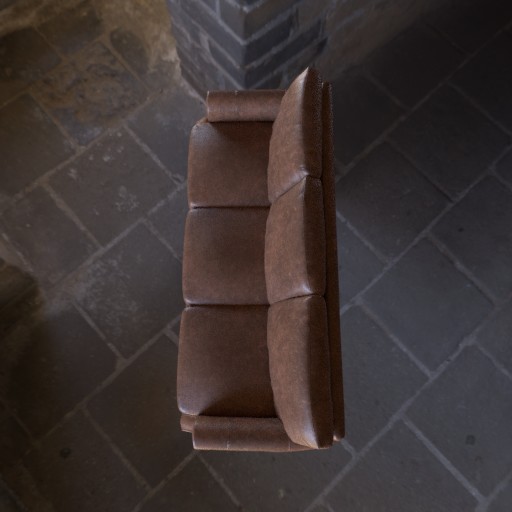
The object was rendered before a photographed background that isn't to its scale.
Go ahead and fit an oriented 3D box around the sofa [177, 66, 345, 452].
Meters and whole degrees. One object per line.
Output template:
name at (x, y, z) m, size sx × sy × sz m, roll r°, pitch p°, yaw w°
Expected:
sofa at (0.000, 0.000, 2.906) m, size 0.973 × 0.977 × 2.351 m, roll 0°, pitch 75°, yaw 0°
